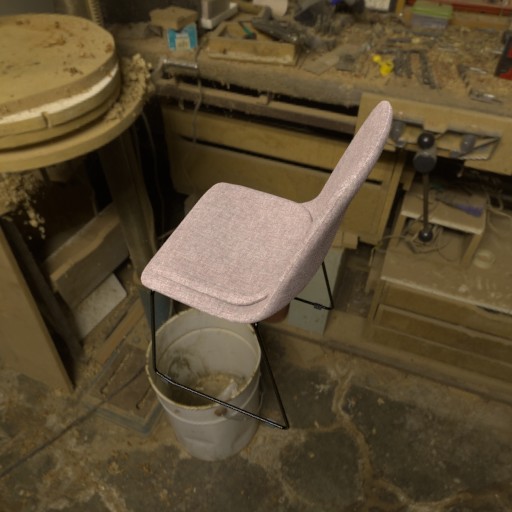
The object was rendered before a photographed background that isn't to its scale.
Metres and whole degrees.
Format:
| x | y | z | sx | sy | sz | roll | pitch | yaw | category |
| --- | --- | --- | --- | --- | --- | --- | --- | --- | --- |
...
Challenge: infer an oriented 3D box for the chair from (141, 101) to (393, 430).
| x | y | z | sx | sy | sz | roll | pitch | yaw | category |
| --- | --- | --- | --- | --- | --- | --- | --- | --- | --- |
| 0.000 | 0.000 | 1.170 | 0.518 | 0.858 | 0.479 | 17 | 48 | 16 | chair |
